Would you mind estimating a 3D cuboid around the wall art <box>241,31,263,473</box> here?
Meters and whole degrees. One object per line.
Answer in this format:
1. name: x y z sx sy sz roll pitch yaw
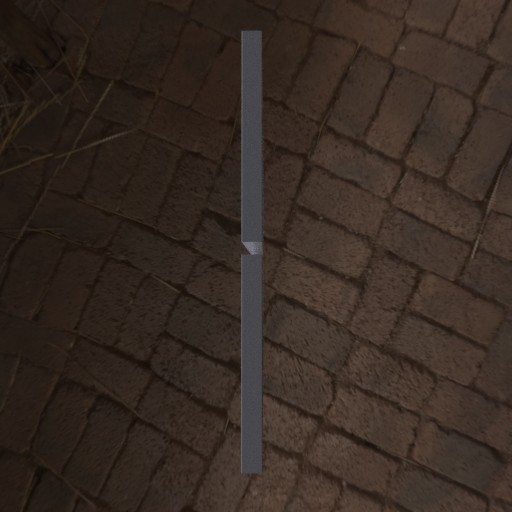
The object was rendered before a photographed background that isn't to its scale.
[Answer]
1. wall art: 0.000 0.000 0.917 0.029 0.611 0.611 0 88 1
